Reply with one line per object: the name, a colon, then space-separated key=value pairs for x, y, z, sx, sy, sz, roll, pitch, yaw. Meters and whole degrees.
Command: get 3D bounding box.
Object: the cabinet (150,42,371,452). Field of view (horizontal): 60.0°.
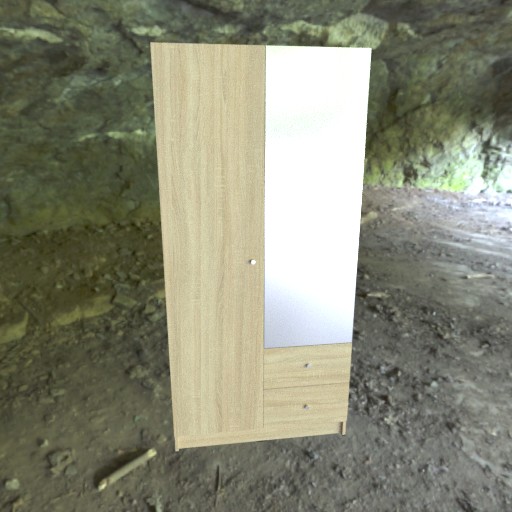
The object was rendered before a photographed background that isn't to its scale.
cabinet: x=0.000 y=0.000 z=2.539 sx=1.001 sy=2.121 sz=0.590 roll=-2 pitch=16 yaw=-8
